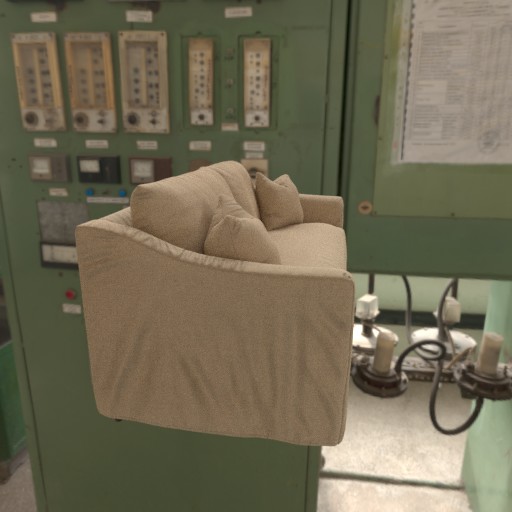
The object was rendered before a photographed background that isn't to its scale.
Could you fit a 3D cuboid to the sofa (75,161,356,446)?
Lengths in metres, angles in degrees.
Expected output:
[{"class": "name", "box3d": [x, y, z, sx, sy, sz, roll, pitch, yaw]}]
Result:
[{"class": "sofa", "box3d": [0.000, 0.000, 2.591, 1.072, 1.018, 2.010, 3, 16, 9]}]
